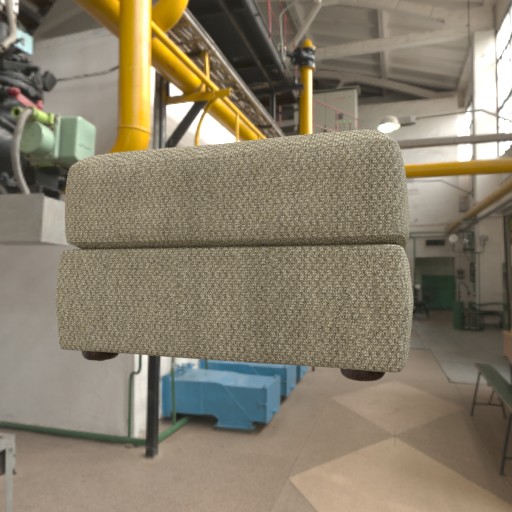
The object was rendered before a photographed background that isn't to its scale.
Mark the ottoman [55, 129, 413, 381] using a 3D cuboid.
[{"bbox_3d":[0.000,0.000,1.130,0.751,0.476,0.603,-1,-2,18],"label":"ottoman"}]
